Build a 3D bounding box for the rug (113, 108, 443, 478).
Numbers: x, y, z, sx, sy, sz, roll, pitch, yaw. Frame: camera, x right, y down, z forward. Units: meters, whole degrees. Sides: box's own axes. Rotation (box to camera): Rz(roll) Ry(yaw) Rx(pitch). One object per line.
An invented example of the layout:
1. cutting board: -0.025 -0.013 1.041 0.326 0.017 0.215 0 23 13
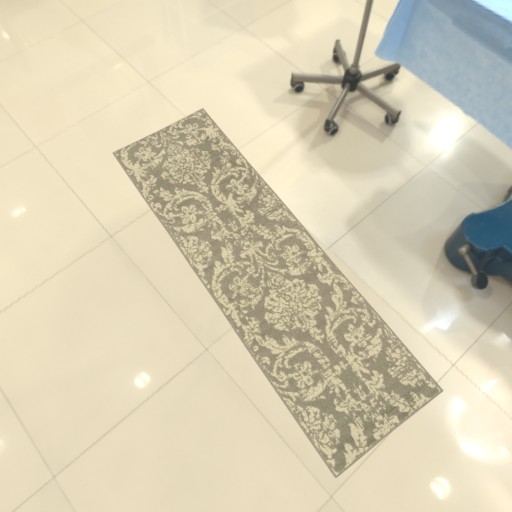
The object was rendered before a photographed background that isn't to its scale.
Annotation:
1. rug: 0.000 0.000 2.433 0.662 0.011 2.196 -32 68 -15
